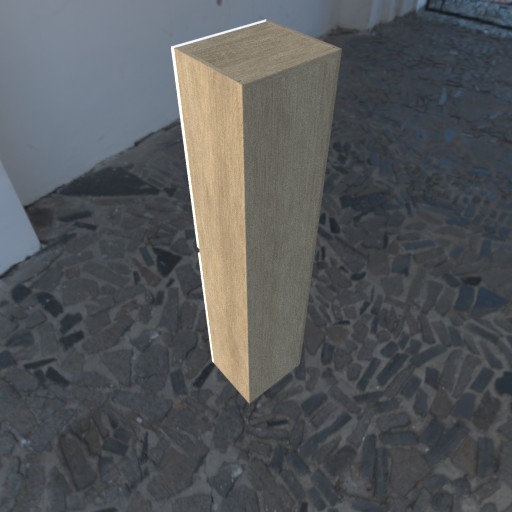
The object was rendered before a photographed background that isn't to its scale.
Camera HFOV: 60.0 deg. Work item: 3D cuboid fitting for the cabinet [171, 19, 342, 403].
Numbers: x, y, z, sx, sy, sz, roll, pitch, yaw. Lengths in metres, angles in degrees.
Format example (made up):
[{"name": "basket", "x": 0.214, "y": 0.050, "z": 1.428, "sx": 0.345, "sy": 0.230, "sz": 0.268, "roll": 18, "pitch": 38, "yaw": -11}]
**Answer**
[{"name": "cabinet", "x": 0.000, "y": 0.000, "z": 1.544, "sx": 0.300, "sy": 1.400, "sz": 0.270, "roll": -31, "pitch": 53, "yaw": -27}]
